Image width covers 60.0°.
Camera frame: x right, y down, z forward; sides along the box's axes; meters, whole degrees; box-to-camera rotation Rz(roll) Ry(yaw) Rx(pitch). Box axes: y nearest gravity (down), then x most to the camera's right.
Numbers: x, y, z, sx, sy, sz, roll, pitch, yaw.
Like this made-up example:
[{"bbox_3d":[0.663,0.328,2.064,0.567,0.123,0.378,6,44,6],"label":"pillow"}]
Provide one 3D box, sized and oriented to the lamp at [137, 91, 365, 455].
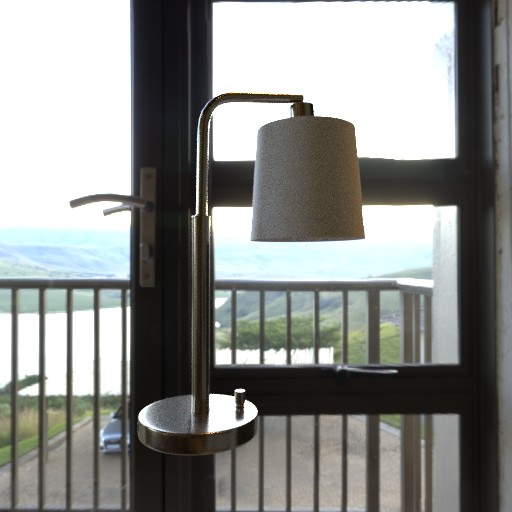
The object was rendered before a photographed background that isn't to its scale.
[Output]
[{"bbox_3d":[0.000,0.000,0.646,0.333,0.489,0.171,0,-1,-17],"label":"lamp"}]
